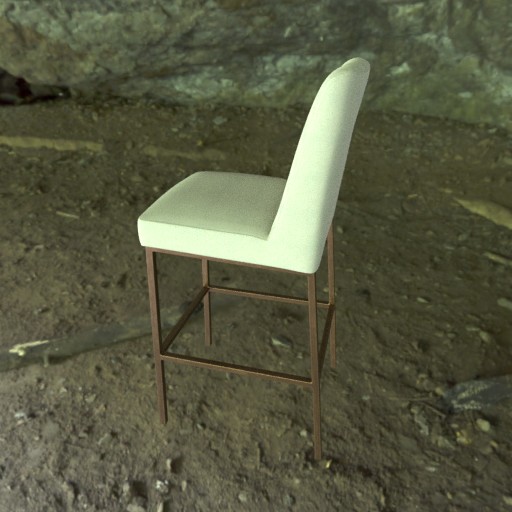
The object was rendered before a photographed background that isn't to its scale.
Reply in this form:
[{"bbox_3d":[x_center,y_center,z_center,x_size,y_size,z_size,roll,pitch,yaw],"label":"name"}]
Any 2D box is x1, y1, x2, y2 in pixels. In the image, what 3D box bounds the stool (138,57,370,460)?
[{"bbox_3d":[0.000,0.000,1.330,0.546,1.084,0.462,7,28,13],"label":"stool"}]
